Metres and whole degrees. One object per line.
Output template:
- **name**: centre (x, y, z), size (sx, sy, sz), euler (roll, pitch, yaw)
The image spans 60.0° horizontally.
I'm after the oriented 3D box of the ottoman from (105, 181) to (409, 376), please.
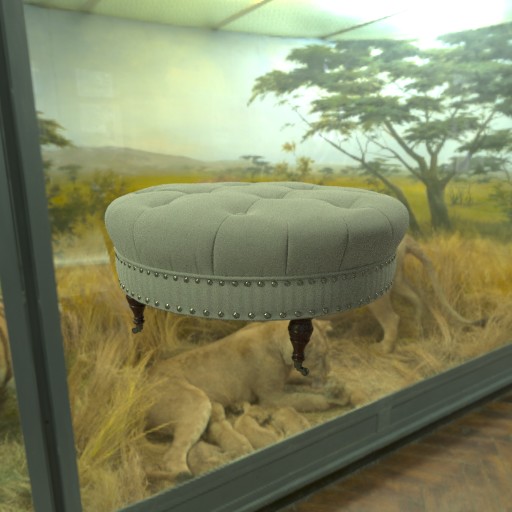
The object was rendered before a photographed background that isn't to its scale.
- **ottoman**: centre (0.000, 0.000, 1.410), size (0.901, 0.439, 0.901), euler (0, 14, 0)
